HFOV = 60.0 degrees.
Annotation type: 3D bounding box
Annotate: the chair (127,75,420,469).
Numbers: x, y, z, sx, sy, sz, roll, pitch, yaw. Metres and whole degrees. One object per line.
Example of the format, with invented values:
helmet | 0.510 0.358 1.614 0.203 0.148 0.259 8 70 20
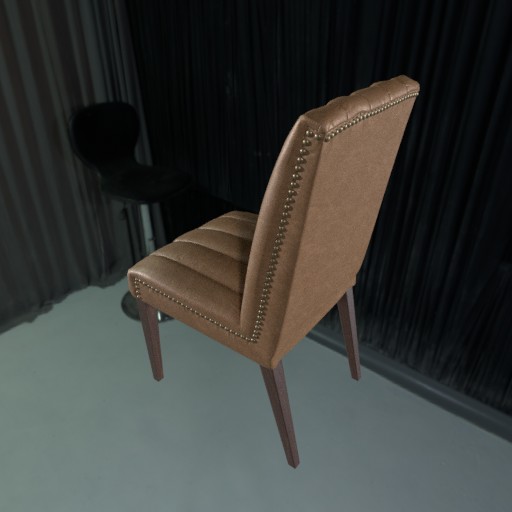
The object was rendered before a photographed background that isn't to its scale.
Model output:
chair | 0.000 0.000 1.326 0.647 1.016 0.511 21 37 31
